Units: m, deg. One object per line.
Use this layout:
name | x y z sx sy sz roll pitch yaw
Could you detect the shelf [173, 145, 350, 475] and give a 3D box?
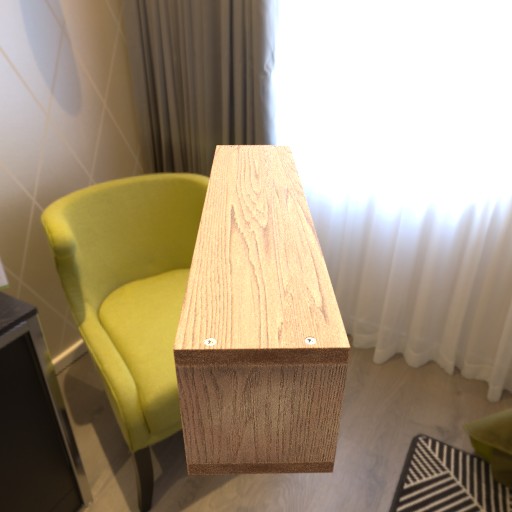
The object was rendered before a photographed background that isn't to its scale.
shelf | 0.000 0.000 0.680 0.150 0.170 0.610 0 30 -1
